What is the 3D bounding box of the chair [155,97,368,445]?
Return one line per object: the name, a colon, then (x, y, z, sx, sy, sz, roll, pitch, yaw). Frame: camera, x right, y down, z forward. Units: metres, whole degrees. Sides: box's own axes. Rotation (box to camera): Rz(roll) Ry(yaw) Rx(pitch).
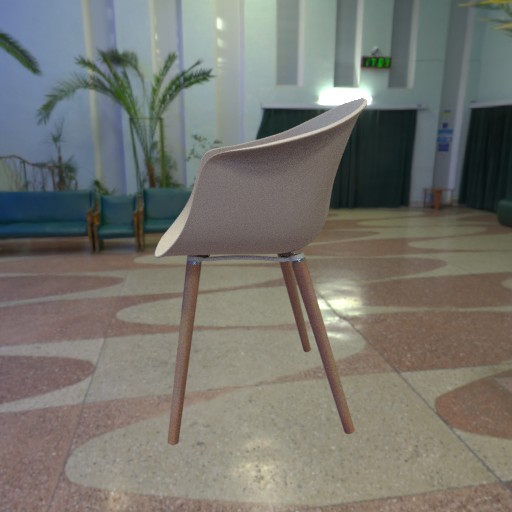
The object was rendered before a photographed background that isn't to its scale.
chair: (0.000, 0.000, 1.156, 0.504, 0.781, 0.593, -2, 14, -7)
